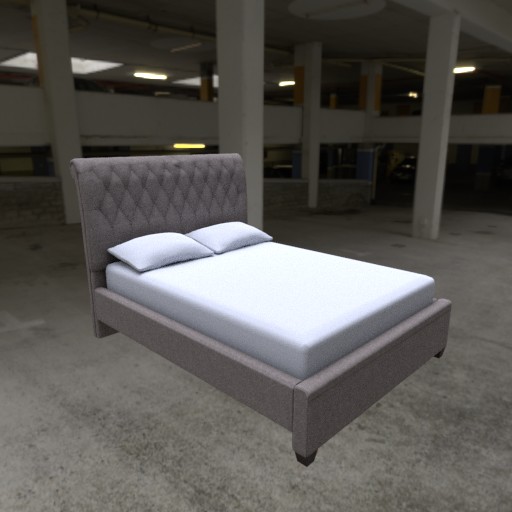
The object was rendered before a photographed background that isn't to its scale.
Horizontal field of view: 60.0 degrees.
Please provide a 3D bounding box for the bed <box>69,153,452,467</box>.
[{"bbox_3d":[0.000,0.000,3.225,2.252,1.371,1.645,14,20,43],"label":"bed"}]
